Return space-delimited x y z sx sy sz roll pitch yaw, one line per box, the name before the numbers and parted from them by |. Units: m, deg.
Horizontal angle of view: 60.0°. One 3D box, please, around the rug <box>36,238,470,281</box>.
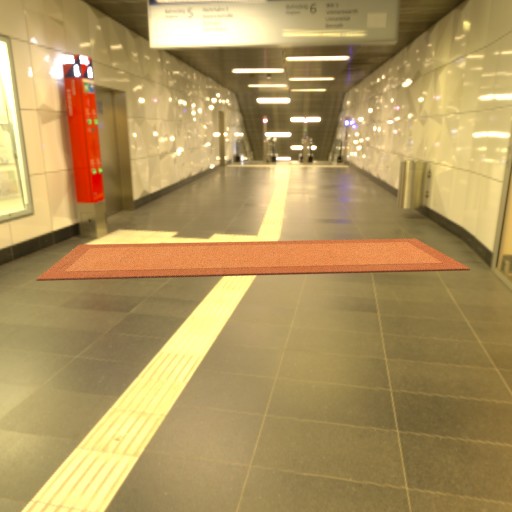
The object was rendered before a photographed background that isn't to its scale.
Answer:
rug | 0.000 0.000 2.821 2.471 0.013 0.914 -2 16 -8
